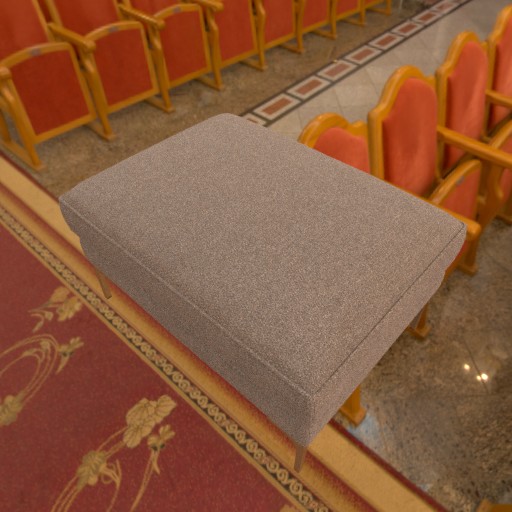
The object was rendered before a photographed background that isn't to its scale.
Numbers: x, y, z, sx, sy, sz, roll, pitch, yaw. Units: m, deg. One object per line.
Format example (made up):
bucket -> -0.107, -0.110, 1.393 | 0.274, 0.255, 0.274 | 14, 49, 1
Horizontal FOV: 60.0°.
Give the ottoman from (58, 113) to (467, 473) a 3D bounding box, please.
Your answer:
ottoman -> 0.000, 0.000, 1.136 | 0.785, 0.464, 0.583 | 33, 54, 28
